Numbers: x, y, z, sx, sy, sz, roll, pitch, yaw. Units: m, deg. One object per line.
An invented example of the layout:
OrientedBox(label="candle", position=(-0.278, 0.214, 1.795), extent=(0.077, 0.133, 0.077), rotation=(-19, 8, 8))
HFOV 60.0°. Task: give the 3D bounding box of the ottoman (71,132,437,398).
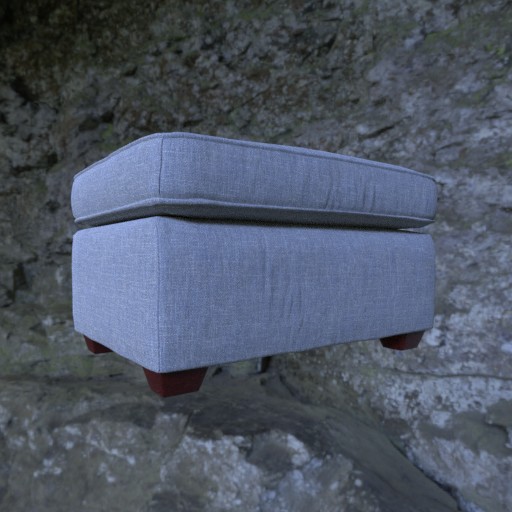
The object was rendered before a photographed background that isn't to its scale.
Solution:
OrientedBox(label="ottoman", position=(0.000, 0.000, 1.085), extent=(0.762, 0.457, 0.559), rotation=(0, 0, -36))
